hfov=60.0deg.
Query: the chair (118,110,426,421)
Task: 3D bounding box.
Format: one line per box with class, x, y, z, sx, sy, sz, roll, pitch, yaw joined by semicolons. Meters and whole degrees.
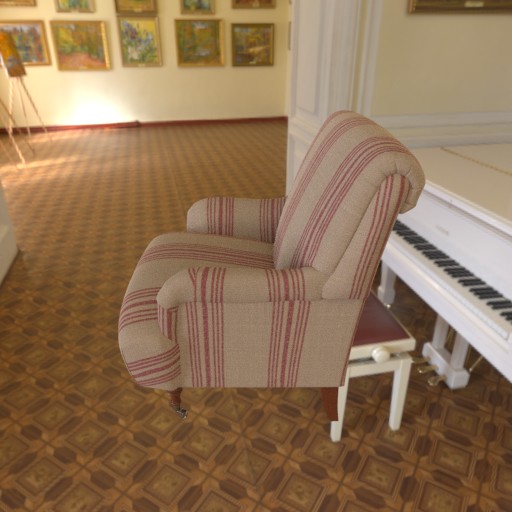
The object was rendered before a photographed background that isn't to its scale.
chair;0.000;0.000;1.897;1.058;1.123;0.933;0;26;0
